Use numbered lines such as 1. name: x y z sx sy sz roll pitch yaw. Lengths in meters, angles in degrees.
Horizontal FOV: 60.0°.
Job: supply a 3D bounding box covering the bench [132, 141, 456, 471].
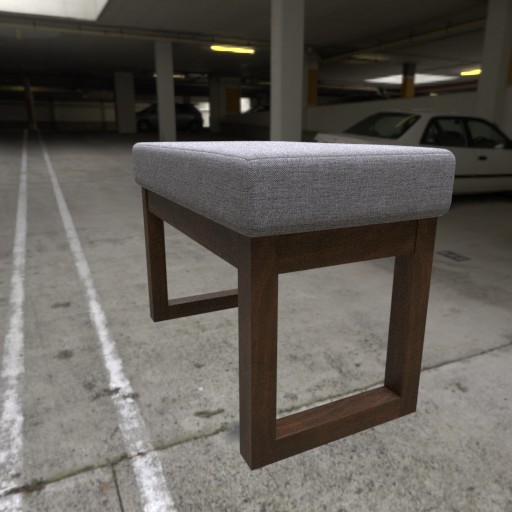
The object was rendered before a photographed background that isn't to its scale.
1. bench: 0.000 0.000 0.949 0.366 0.467 0.681 -8 17 -25
